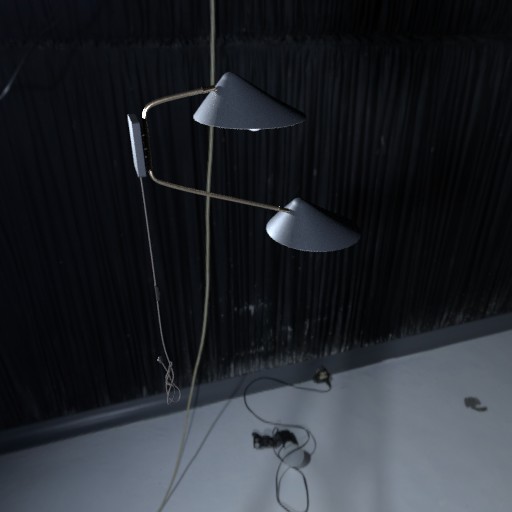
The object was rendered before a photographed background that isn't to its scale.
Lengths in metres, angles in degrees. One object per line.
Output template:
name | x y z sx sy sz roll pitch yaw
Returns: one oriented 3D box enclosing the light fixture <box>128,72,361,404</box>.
light fixture | 0.000 0.000 0.858 0.422 0.665 0.189 -10 31 -17
